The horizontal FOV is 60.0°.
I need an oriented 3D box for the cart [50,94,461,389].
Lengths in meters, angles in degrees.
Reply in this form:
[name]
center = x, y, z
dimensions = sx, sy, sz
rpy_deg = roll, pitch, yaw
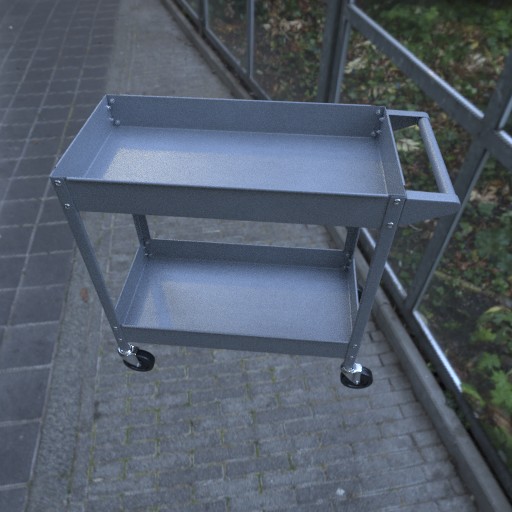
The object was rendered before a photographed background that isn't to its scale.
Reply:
[cart]
center = 0.000, 0.000, 1.191
dimensions = 0.779, 0.719, 0.366
rpy_deg = 4, 46, 3
